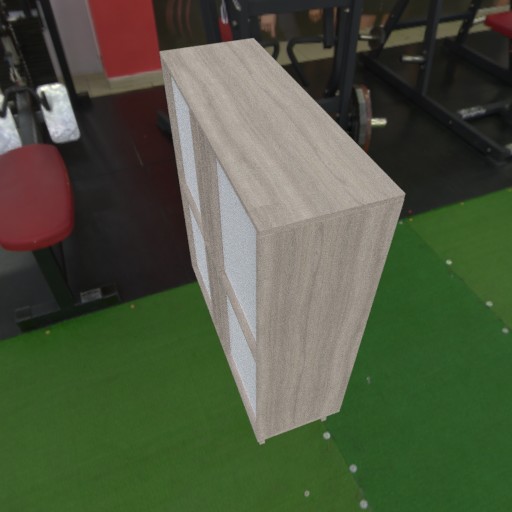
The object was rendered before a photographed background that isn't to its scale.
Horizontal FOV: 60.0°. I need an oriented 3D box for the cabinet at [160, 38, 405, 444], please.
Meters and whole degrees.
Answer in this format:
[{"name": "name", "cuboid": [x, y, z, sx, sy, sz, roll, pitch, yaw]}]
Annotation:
[{"name": "cabinet", "cuboid": [0.000, 0.000, 1.933, 0.398, 1.388, 1.111, -15, 48, -14]}]
